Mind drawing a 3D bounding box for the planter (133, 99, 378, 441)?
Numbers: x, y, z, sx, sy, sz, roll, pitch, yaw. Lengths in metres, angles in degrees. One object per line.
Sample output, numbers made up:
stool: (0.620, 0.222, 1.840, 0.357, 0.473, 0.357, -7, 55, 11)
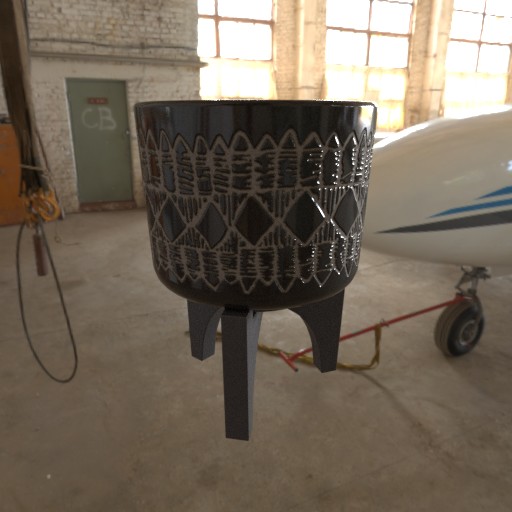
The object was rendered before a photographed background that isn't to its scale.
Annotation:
planter: (0.000, 0.000, 0.405, 0.196, 0.264, 0.196, 3, 18, 10)
